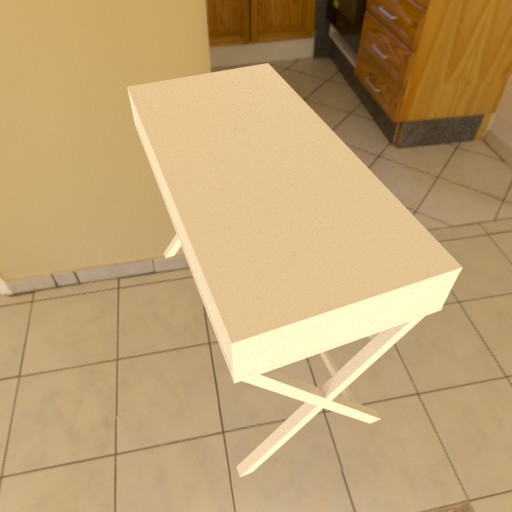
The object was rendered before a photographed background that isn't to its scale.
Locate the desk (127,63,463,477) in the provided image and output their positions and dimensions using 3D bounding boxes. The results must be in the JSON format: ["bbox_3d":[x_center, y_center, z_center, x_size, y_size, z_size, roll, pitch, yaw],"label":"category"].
[{"bbox_3d":[0.000,0.000,1.473,0.509,0.780,1.059,-16,49,-14],"label":"desk"}]
